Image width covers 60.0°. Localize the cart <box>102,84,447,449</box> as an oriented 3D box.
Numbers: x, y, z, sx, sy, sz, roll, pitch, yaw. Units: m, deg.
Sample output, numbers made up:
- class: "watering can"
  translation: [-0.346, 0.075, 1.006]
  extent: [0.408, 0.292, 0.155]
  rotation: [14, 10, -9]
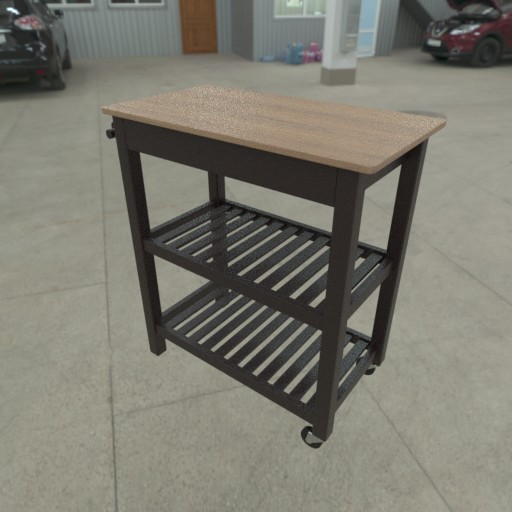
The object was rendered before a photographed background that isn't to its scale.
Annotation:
- class: "cart"
  translation: [0.000, 0.000, 1.458]
  extent: [0.899, 0.927, 0.457]
  rotation: [21, 37, 31]
